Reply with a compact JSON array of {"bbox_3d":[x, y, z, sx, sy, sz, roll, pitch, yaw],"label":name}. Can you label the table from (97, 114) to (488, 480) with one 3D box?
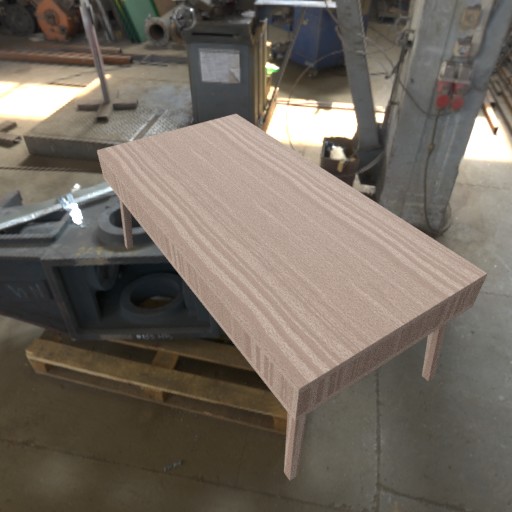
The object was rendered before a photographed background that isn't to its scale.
[{"bbox_3d":[0.000,0.000,1.511,0.600,0.450,1.200,-23,46,-25],"label":"table"}]
